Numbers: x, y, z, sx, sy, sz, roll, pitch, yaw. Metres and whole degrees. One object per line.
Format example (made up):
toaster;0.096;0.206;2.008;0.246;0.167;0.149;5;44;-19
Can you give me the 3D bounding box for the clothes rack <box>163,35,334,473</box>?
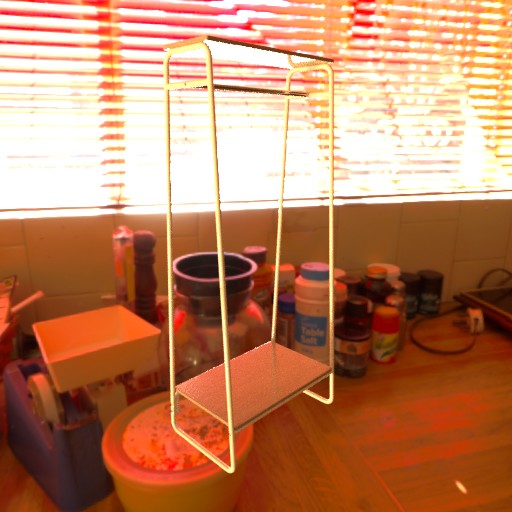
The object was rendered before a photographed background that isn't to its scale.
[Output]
clothes rack;0.000;0.000;1.793;0.400;1.512;0.640;15;22;43
